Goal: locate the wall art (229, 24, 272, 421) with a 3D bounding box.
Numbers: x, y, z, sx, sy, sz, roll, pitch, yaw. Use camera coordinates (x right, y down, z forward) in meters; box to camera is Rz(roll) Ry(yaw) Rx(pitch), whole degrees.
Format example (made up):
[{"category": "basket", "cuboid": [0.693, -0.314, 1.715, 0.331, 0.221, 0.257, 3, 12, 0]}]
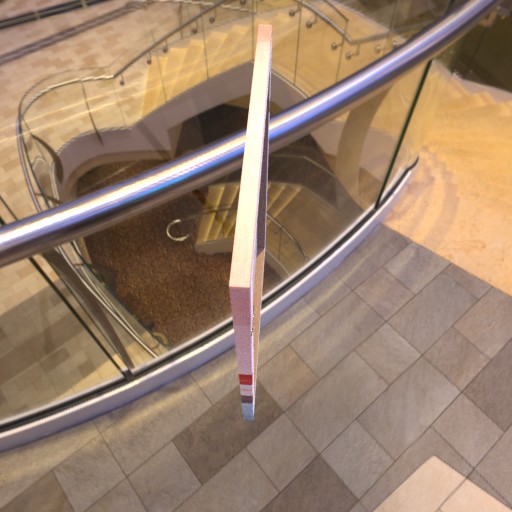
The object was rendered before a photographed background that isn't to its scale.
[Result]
[{"category": "wall art", "cuboid": [0.000, 0.000, 1.363, 0.039, 1.016, 0.761, 3, 58, 2]}]
